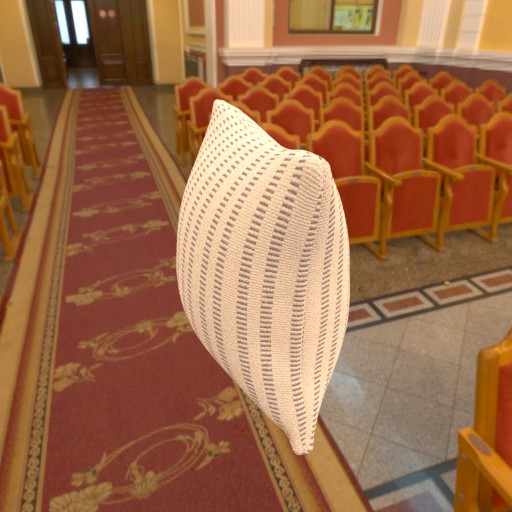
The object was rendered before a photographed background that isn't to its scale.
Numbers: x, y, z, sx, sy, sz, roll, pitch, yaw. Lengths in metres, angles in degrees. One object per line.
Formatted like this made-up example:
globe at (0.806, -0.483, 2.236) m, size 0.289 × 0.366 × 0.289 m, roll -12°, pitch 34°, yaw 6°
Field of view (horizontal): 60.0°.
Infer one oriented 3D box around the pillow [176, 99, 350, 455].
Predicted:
pillow at (0.000, 0.000, 0.701) m, size 0.247 × 0.419 × 0.438 m, roll -8°, pitch 29°, yaw -16°
